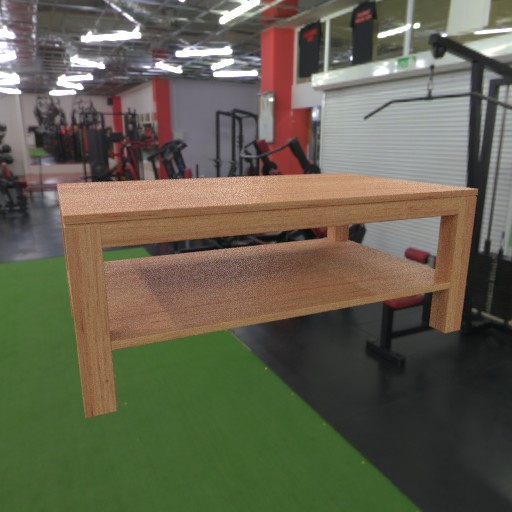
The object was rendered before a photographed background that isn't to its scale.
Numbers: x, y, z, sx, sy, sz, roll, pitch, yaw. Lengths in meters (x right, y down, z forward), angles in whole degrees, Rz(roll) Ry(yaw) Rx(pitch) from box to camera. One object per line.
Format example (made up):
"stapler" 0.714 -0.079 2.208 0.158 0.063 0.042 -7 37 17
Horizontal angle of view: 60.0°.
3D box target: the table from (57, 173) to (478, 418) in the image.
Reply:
"table" 0.000 0.000 1.462 1.146 0.457 0.695 -7 16 -23
